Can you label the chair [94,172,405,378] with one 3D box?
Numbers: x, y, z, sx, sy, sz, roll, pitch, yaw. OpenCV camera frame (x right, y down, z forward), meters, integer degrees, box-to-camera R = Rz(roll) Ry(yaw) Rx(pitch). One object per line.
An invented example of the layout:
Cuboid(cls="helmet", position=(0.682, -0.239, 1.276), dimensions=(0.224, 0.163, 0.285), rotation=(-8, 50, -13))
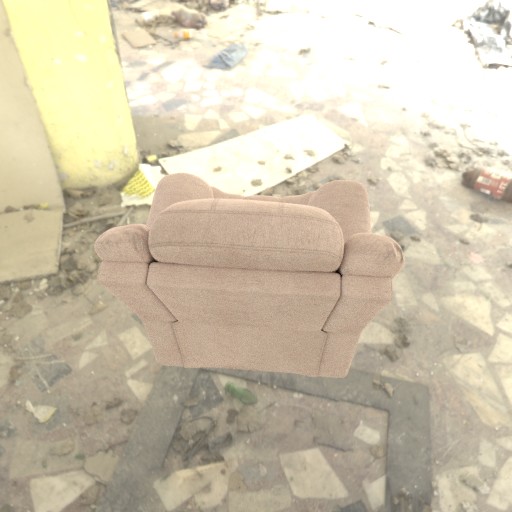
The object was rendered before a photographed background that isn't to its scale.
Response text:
Cuboid(cls="chair", position=(0.000, 0.000, 1.758), dimensions=(0.899, 1.008, 0.944), rotation=(3, 46, 3))
